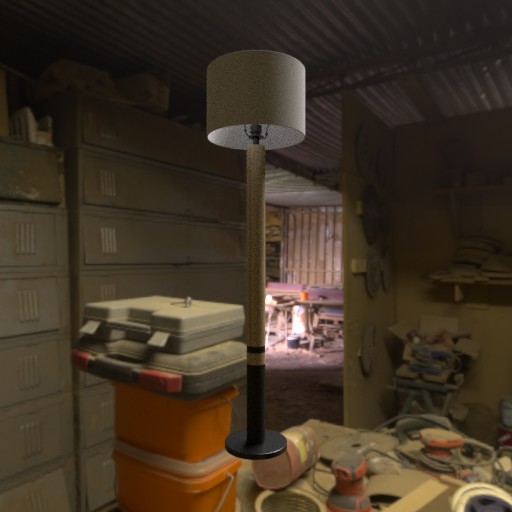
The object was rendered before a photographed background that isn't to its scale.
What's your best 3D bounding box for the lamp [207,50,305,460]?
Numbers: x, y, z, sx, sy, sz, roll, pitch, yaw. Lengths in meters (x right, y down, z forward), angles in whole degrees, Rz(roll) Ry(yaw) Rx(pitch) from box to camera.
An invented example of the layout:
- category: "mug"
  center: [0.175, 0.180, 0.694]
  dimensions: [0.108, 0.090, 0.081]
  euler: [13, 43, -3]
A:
- category: "lamp"
  center: [0.000, 0.000, 1.727]
  dimensions: [0.381, 1.478, 0.381]
  euler: [0, 0, 36]
